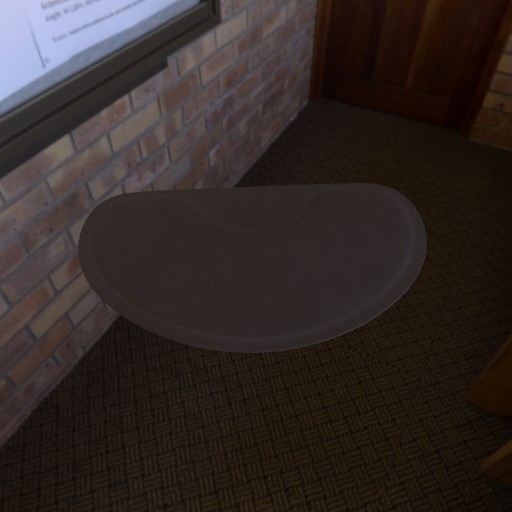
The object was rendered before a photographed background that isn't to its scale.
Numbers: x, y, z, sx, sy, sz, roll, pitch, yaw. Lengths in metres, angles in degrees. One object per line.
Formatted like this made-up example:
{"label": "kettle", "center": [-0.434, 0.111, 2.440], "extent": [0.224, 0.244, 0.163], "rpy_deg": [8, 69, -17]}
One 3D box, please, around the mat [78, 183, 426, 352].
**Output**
{"label": "mat", "center": [0.000, 0.000, 1.857], "extent": [1.524, 0.013, 0.913], "rpy_deg": [-3, 48, -2]}
